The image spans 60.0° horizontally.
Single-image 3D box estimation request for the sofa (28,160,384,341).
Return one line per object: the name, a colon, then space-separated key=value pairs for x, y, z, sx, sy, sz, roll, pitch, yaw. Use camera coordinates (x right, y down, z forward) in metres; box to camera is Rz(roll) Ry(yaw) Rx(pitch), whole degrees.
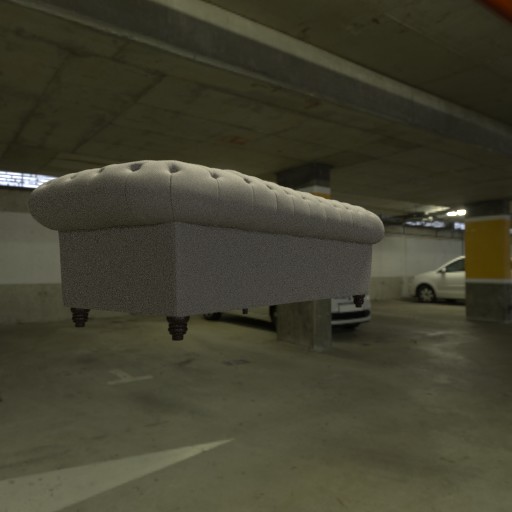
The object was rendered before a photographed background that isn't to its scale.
sofa: x=0.000 y=0.000 z=2.772 sx=0.991 sy=0.749 sz=2.411 roll=-1 pitch=-2 yaw=36
